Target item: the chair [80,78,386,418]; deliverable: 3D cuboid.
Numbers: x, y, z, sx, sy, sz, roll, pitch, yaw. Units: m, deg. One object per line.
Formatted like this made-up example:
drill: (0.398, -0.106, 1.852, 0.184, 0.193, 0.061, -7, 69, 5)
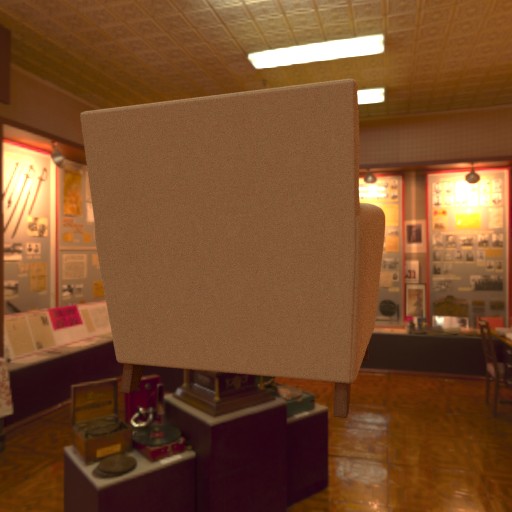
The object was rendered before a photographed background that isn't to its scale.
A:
chair: (0.000, 0.000, 1.546, 0.840, 0.846, 0.871, 0, 0, 18)
